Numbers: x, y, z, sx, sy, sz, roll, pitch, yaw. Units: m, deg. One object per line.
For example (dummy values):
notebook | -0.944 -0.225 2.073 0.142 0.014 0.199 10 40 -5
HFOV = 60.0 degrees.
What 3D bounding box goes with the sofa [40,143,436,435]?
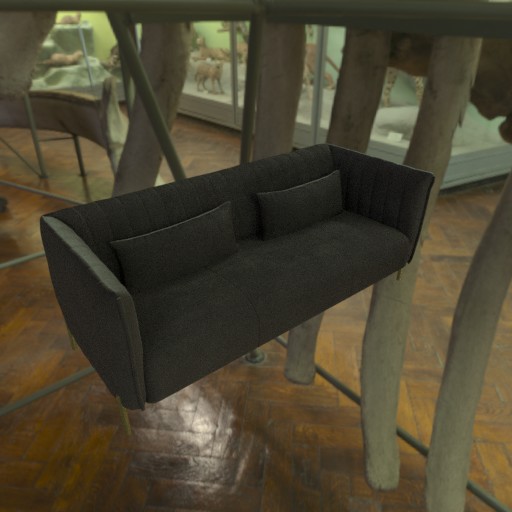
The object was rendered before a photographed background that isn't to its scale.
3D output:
sofa | 0.000 0.000 2.447 1.980 0.780 0.876 -22 37 -33
